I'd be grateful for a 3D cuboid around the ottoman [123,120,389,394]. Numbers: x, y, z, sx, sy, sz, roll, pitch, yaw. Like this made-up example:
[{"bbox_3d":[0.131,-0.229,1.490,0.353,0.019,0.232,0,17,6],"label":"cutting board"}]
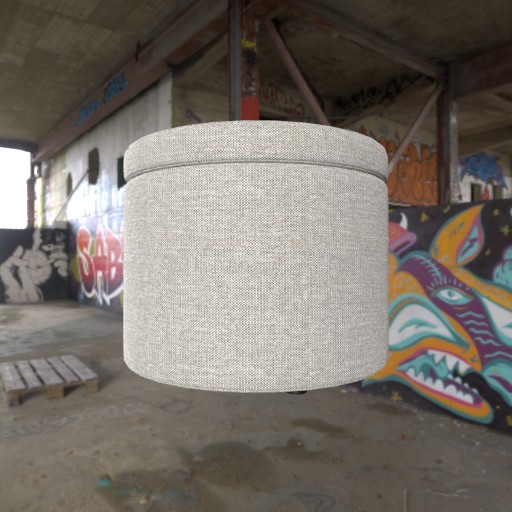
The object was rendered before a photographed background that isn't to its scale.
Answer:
[{"bbox_3d":[0.000,0.000,0.873,0.500,0.419,0.500,0,0,0],"label":"ottoman"}]
